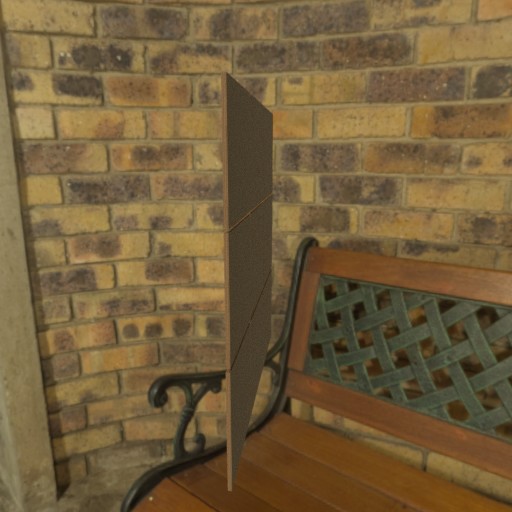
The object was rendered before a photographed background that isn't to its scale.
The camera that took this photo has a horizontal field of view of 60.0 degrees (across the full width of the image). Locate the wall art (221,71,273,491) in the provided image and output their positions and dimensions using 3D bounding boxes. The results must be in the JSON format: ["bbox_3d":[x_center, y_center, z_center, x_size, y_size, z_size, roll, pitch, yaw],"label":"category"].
[{"bbox_3d":[0.000,0.000,1.375,0.010,0.917,0.919,2,13,7],"label":"wall art"}]
